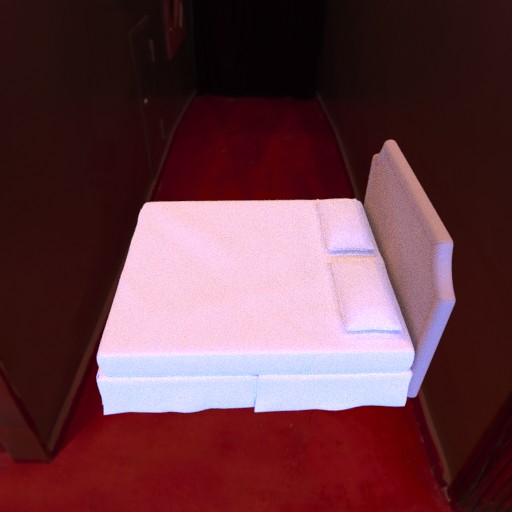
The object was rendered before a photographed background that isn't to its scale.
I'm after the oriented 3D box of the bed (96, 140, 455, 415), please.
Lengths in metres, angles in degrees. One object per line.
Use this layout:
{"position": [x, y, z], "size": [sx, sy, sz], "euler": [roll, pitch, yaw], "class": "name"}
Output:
{"position": [0.000, 0.000, 4.229], "size": [2.773, 1.590, 2.350], "euler": [-1, 40, -1], "class": "bed"}
